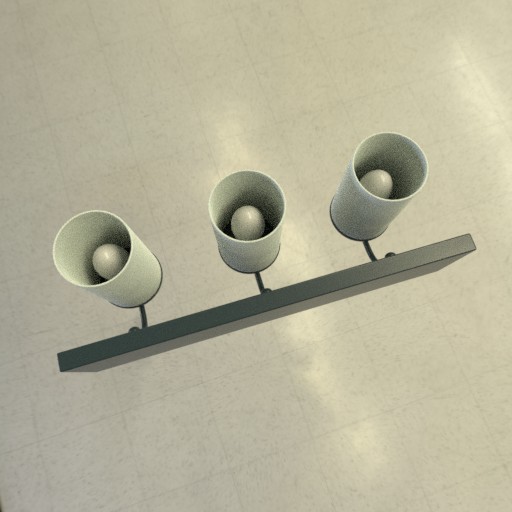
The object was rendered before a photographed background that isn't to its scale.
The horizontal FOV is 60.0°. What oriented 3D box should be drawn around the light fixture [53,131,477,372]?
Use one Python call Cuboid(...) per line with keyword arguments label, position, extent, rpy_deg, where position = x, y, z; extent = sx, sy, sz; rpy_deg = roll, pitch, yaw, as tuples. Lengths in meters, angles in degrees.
Cuboid(label="light fixture", position=(0.000, 0.000, 0.523), extent=(0.451, 0.172, 0.145), rpy_deg=(-16, 76, -4))
